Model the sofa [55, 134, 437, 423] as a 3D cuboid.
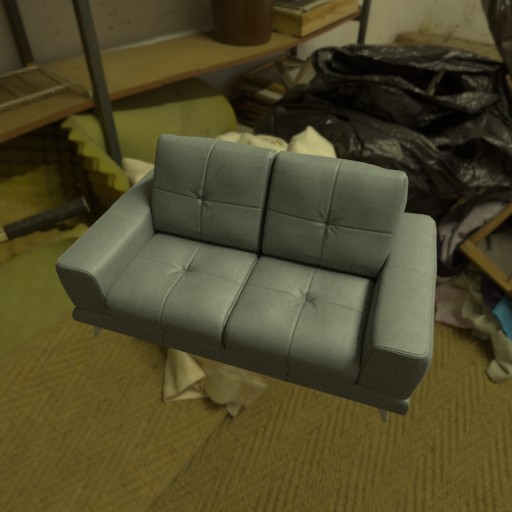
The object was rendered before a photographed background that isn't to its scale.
[{"bbox_3d":[0.000,0.000,2.348,1.806,0.907,1.018,13,43,14],"label":"sofa"}]
